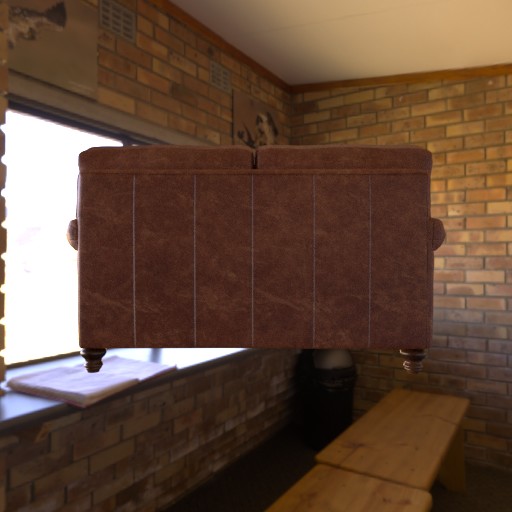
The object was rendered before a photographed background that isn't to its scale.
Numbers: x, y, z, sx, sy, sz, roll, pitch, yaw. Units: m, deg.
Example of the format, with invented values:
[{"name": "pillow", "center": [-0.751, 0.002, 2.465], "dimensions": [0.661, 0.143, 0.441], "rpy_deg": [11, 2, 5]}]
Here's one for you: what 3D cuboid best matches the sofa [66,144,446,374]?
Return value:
[{"name": "sofa", "center": [0.000, 0.000, 2.256], "dimensions": [1.616, 0.967, 0.990], "rpy_deg": [0, -1, 1]}]
